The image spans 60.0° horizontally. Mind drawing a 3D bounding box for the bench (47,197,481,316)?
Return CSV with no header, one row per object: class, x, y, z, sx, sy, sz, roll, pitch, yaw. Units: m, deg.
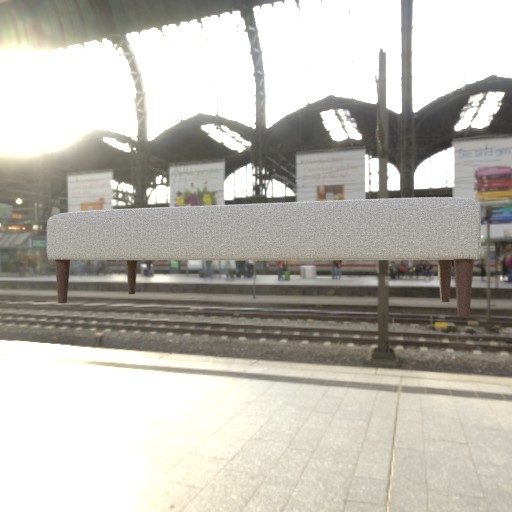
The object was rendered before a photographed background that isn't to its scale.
bench,0.000,0.000,1.836,1.598,0.383,0.631,0,-1,17
